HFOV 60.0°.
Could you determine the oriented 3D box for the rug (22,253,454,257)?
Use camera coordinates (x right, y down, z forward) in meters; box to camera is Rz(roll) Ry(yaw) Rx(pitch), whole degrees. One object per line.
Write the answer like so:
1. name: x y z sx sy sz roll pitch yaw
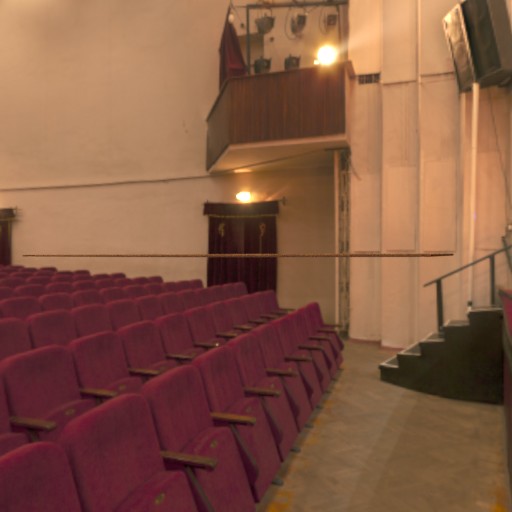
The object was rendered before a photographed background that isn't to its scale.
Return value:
1. rug: 0.000 0.000 2.255 1.726 0.009 1.278 0 0 18
